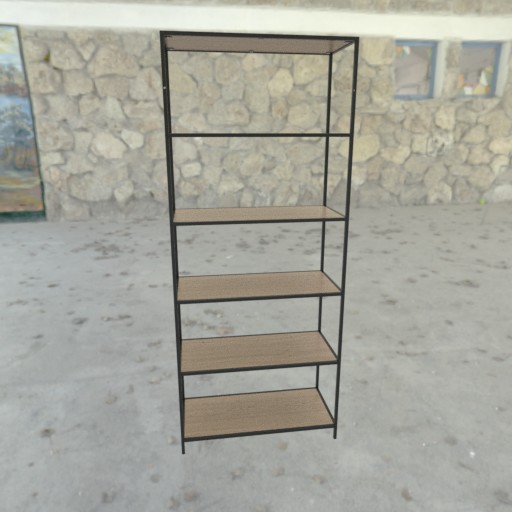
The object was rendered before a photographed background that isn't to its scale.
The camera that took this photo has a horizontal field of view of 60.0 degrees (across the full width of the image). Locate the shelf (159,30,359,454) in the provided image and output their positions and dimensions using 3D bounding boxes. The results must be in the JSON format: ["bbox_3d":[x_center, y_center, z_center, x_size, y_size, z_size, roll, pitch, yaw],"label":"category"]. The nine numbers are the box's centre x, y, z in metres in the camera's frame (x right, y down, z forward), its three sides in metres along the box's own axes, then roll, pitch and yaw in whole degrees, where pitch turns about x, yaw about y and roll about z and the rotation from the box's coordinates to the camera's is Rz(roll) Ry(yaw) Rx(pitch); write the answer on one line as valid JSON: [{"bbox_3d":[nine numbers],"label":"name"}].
[{"bbox_3d":[0.000,0.000,2.099,0.770,1.850,0.350,-2,16,-8],"label":"shelf"}]
